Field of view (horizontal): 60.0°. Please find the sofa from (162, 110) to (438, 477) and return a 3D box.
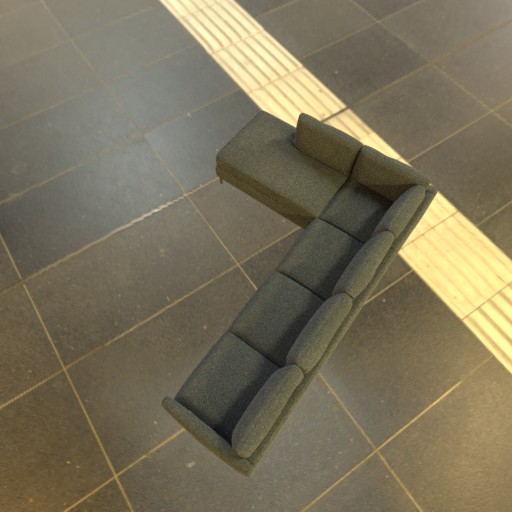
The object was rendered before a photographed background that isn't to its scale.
[{"bbox_3d":[0.000,0.000,3.921,2.007,0.815,2.949,33,67,16],"label":"sofa"}]
